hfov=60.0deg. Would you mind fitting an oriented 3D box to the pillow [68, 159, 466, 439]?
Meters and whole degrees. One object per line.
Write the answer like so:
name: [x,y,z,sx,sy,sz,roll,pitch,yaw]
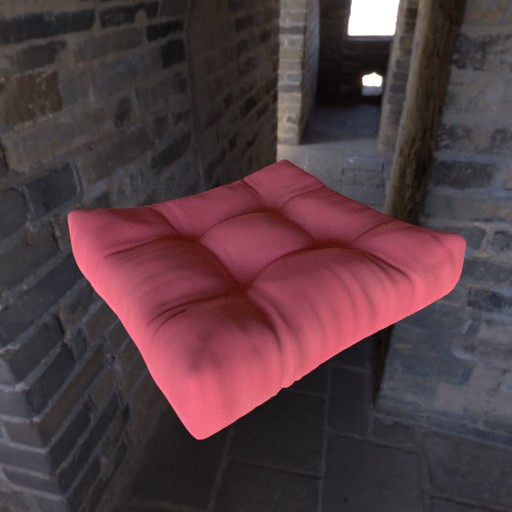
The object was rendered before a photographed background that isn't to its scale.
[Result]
pillow: [0.000,0.000,0.733,0.490,0.128,0.468,-21,38,-29]
